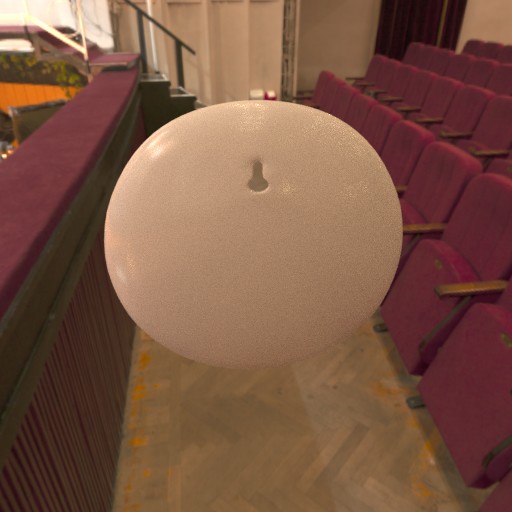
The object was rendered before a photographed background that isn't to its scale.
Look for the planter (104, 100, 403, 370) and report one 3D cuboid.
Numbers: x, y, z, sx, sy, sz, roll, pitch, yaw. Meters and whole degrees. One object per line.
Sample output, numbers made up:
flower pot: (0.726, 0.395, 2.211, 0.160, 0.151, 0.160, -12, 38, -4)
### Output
planter: (0.000, 0.000, 0.279, 0.185, 0.188, 0.043, -2, 30, -3)
